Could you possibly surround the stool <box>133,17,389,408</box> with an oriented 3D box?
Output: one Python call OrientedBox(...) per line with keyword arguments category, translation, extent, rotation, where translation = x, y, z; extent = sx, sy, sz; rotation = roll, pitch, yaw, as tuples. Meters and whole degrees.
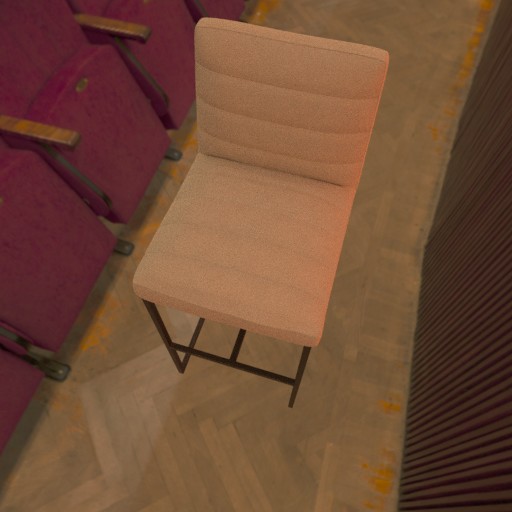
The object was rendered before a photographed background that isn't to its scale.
OrientedBox(category="stool", translation=(0.000, 0.000, 1.297), extent=(0.464, 1.061, 0.573), rotation=(15, 60, 9))
